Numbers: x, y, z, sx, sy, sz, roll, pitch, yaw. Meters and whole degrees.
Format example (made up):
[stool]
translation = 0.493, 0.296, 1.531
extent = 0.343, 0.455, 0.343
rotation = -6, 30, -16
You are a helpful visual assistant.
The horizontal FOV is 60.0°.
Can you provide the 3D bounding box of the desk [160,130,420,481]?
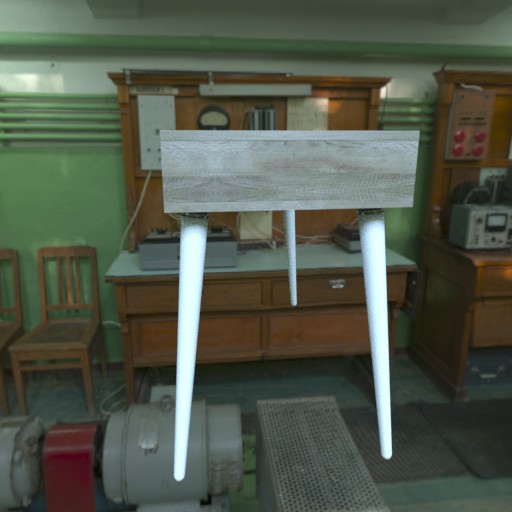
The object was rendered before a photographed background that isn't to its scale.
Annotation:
[desk]
translation = 0.000, 0.000, 1.346
extent = 0.491, 0.723, 0.979
rotation = -2, 15, -8
